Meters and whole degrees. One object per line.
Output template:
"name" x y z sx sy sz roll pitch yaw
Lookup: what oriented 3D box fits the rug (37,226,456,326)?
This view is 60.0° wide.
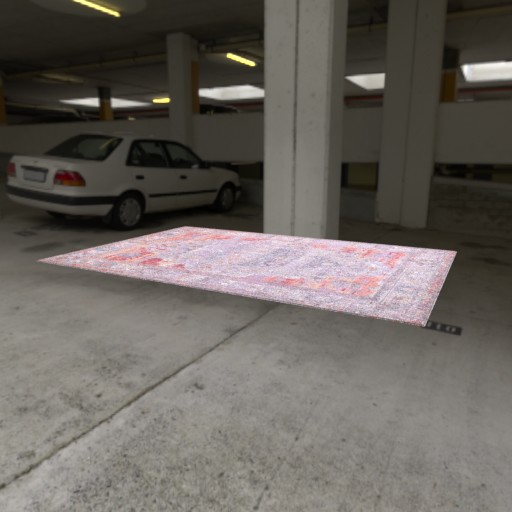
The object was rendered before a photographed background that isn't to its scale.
"rug" 0.000 0.000 2.309 1.829 0.005 1.219 7 15 27
